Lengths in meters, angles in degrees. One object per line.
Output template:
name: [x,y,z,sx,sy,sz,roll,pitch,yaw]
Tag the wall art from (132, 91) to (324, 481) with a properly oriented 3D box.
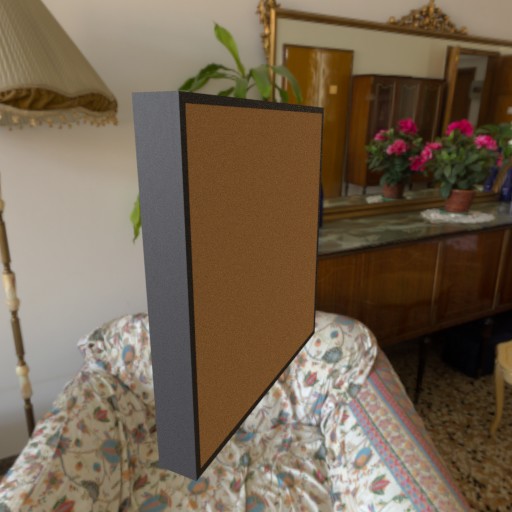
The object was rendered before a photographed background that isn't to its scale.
wall art: [0.000,0.000,0.464,0.038,0.304,0.304,8,18,25]
